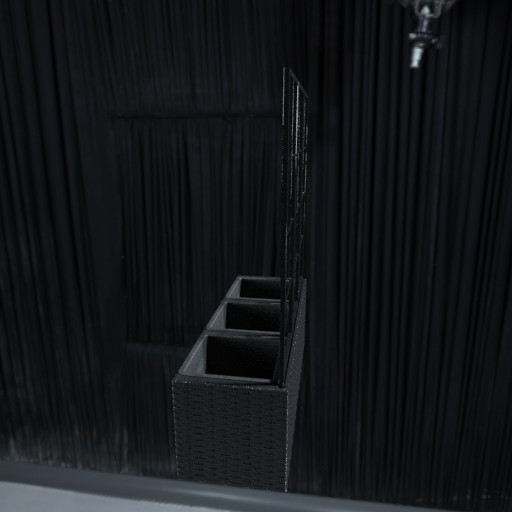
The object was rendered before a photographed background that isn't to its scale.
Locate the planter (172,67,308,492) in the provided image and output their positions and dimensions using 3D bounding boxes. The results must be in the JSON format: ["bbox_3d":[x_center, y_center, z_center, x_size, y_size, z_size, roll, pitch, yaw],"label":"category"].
[{"bbox_3d":[0.000,0.000,1.173,0.244,0.841,0.698,3,16,9],"label":"planter"}]
